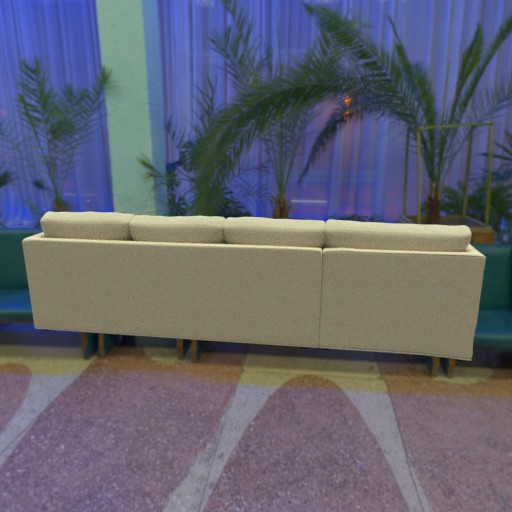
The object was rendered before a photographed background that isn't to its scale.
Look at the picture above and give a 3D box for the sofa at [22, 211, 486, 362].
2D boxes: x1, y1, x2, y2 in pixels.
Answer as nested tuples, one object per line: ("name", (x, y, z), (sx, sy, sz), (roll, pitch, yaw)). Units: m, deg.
("sofa", (0.000, 0.000, 3.825), (3.205, 0.922, 1.650), (2, 16, 8))
